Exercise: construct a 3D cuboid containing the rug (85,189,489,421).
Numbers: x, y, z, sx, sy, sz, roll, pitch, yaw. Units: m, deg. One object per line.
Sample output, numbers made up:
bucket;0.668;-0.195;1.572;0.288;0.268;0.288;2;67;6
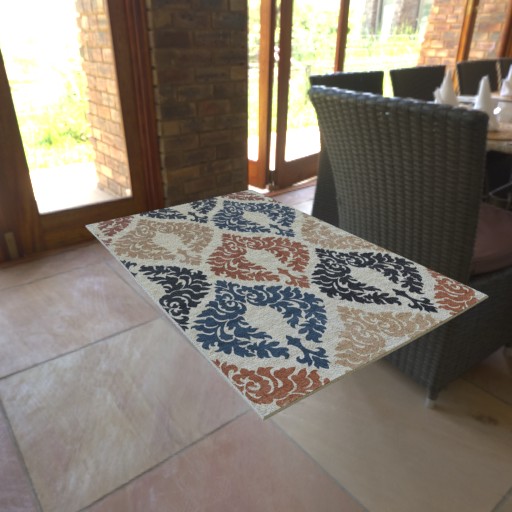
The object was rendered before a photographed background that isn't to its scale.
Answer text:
rug;0.000;0.000;2.849;1.514;0.014;2.275;-17;31;-31
